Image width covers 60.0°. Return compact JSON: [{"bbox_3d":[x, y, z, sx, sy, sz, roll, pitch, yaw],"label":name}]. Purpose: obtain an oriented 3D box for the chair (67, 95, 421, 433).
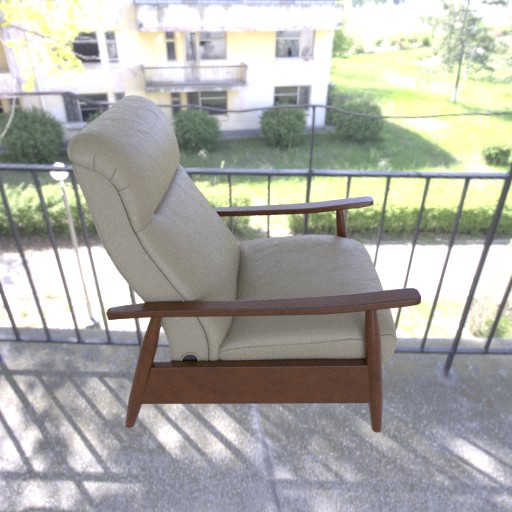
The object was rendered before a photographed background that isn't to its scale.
[{"bbox_3d":[0.000,0.000,1.696,1.014,1.082,0.762,1,31,1],"label":"chair"}]
